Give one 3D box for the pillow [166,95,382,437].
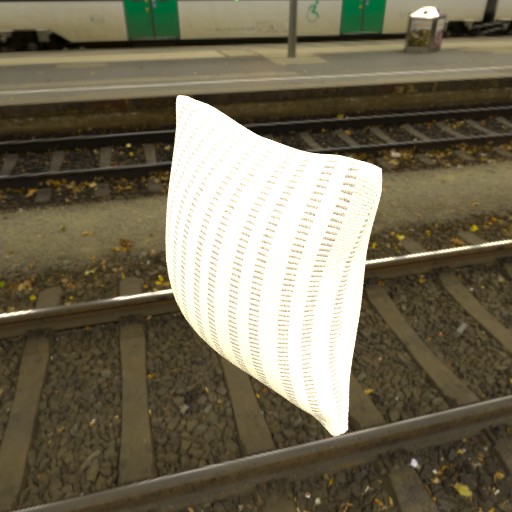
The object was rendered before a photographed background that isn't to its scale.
[{"bbox_3d":[0.000,0.000,0.698,0.247,0.419,0.438,-21,37,-30],"label":"pillow"}]
